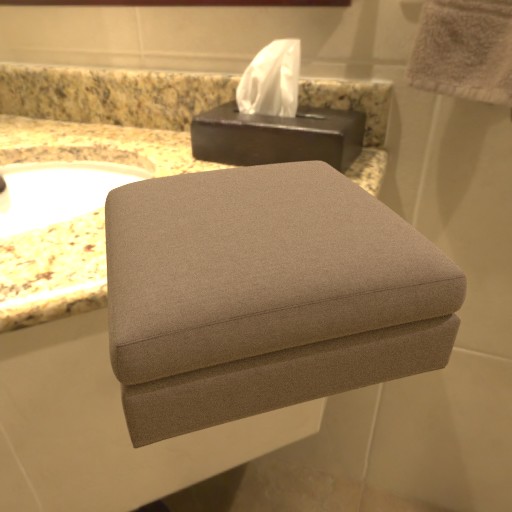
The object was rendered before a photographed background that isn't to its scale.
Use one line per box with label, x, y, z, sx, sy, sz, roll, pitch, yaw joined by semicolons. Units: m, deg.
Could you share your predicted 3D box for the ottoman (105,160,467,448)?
ottoman;0.000;0.000;1.636;1.041;0.470;1.041;-9;32;-15
